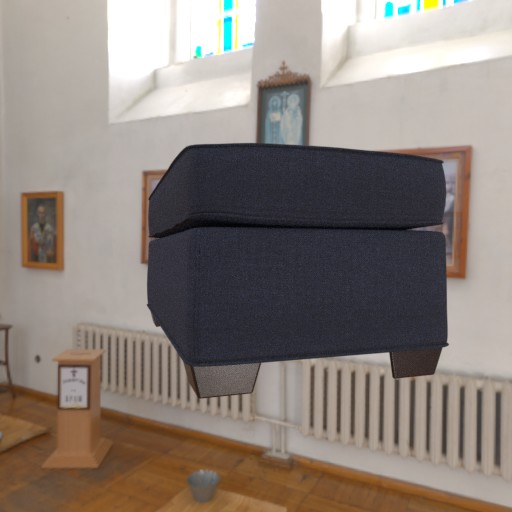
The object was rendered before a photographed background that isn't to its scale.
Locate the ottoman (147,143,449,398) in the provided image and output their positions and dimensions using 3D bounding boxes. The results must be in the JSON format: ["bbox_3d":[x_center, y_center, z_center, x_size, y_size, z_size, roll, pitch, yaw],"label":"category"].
[{"bbox_3d":[0.000,0.000,1.167,0.505,0.453,0.895,0,0,-18],"label":"ottoman"}]
